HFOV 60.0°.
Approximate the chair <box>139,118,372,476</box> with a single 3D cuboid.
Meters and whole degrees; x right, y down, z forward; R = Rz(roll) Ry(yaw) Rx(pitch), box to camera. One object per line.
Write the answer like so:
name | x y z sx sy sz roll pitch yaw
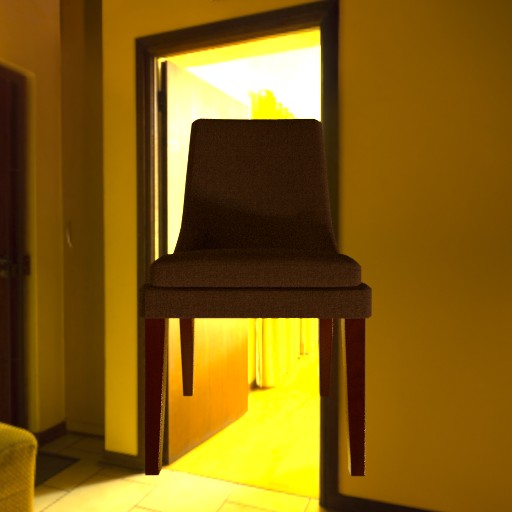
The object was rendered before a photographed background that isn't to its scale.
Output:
chair | 0.000 0.000 1.273 0.508 0.952 0.655 0 1 0
